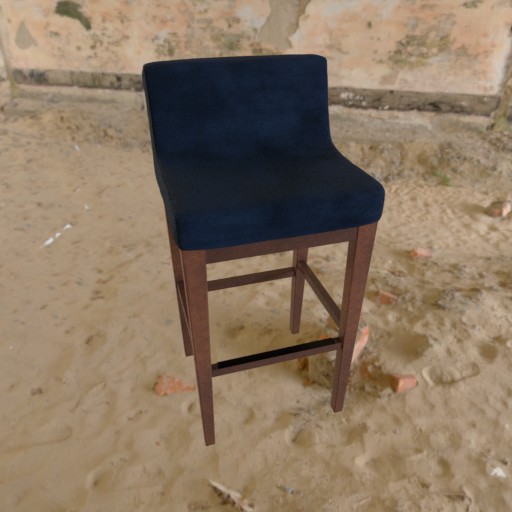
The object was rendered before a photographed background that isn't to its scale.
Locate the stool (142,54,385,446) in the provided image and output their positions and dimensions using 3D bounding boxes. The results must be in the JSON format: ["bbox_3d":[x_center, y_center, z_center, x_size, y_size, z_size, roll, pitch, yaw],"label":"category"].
[{"bbox_3d":[0.000,0.000,1.317,0.511,1.037,0.500,-9,34,-14],"label":"stool"}]
